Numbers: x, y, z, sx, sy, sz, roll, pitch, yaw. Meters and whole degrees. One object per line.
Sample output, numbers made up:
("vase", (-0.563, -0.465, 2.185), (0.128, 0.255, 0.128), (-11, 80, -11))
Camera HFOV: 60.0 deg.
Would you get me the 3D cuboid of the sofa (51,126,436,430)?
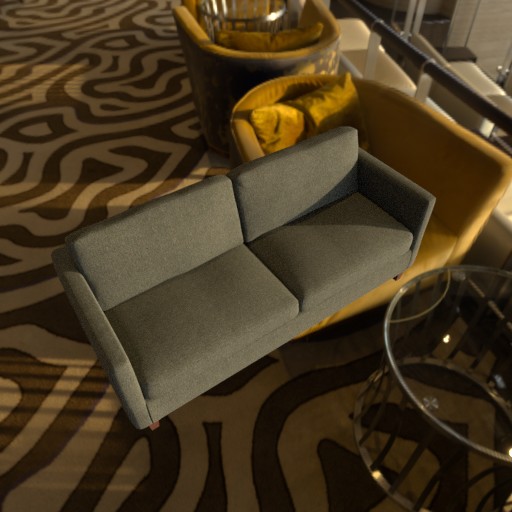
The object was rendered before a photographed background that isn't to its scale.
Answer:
("sofa", (0.000, 0.000, 2.842), (2.208, 0.965, 0.948), (-26, 51, -23))
